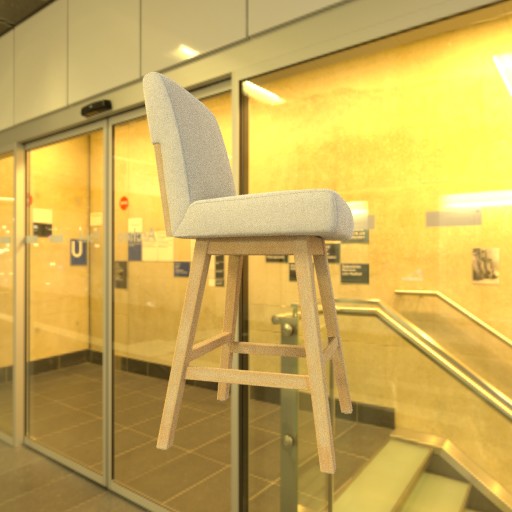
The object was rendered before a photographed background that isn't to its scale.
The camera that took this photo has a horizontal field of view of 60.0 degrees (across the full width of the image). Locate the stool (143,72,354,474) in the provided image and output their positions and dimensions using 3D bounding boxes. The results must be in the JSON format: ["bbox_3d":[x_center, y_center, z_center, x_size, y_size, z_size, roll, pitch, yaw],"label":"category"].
[{"bbox_3d":[0.000,0.000,1.309,0.543,1.015,0.446,0,0,17],"label":"stool"}]
